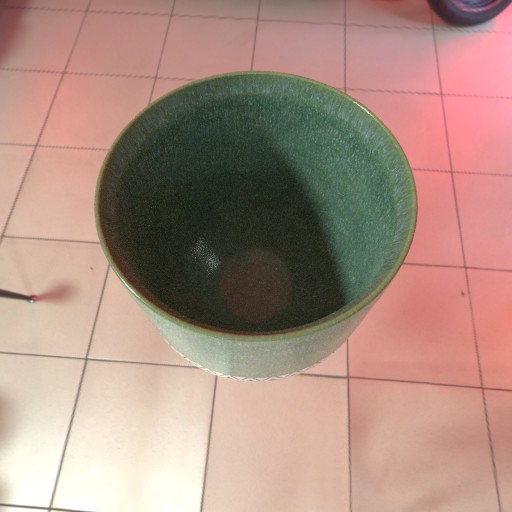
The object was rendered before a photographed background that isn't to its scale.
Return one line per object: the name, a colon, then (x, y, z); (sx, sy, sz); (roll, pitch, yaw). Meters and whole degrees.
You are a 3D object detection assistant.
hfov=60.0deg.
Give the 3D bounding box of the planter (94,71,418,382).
planter: (0.000, 0.000, 0.487); (0.266, 0.270, 0.266); (0, 64, 0)
